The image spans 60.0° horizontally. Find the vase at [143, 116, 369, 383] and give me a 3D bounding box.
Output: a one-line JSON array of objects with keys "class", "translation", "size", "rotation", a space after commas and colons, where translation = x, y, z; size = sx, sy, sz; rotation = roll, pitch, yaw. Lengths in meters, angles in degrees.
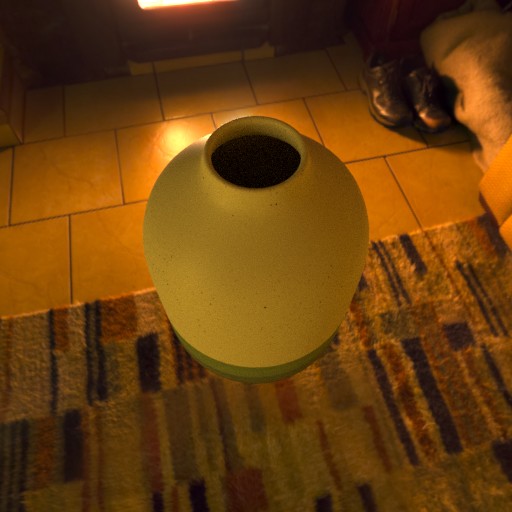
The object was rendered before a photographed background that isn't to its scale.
[{"class": "vase", "translation": [0.000, 0.000, 0.367], "size": [0.169, 0.240, 0.169], "rotation": [0, 59, 0]}]
